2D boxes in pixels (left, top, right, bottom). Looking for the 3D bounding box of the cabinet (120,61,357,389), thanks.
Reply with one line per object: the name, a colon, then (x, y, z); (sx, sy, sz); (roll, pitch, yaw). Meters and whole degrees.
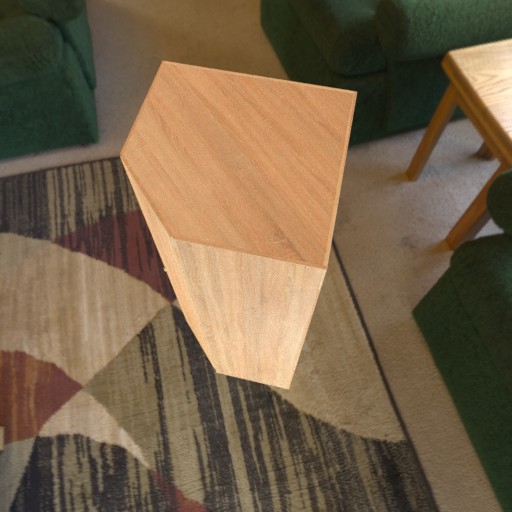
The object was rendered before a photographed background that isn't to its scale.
cabinet: (0.000, 0.000, 2.834); (1.094, 2.120, 1.327); (-29, 66, -14)
